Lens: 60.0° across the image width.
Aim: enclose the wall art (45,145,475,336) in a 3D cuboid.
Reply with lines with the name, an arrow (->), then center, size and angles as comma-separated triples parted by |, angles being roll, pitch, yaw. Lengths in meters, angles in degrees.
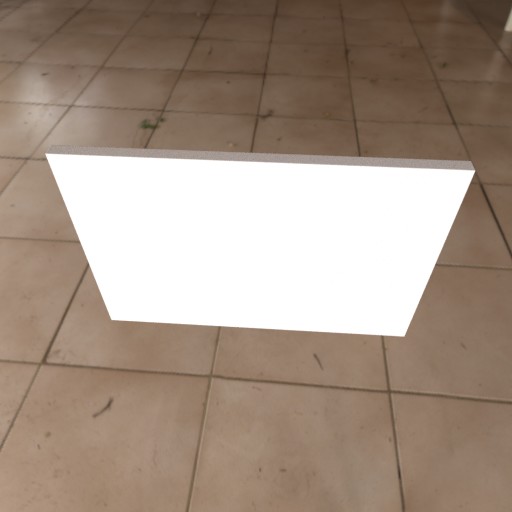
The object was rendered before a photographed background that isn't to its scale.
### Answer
wall art -> 0.000, 0.000, 1.151 | 0.898, 0.601, 0.038 | 3, 46, 3
